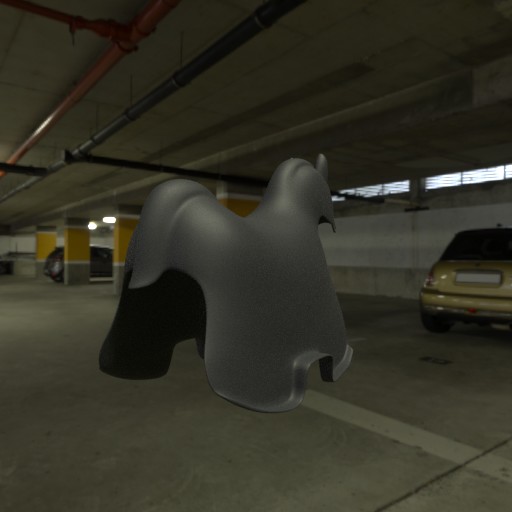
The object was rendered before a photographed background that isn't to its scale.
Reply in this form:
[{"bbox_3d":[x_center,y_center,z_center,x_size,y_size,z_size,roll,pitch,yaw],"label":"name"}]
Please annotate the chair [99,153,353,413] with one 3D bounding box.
[{"bbox_3d":[0.000,0.000,1.137,0.429,0.612,0.800,0,0,35],"label":"chair"}]
